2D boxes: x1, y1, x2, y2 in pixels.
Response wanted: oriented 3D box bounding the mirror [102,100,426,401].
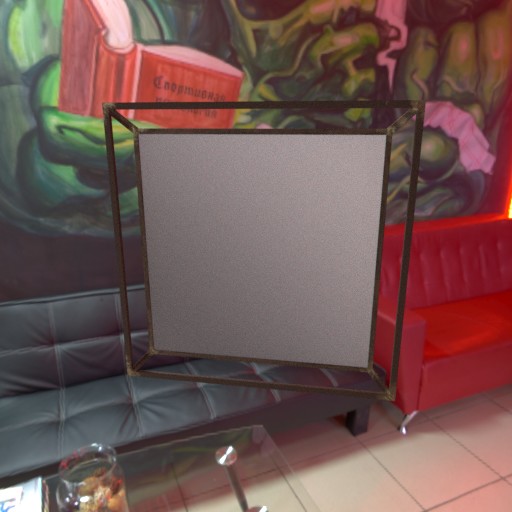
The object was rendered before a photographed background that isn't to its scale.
[{"bbox_3d":[0.000,0.000,0.927,0.610,0.610,0.032,3,17,9],"label":"mirror"}]
